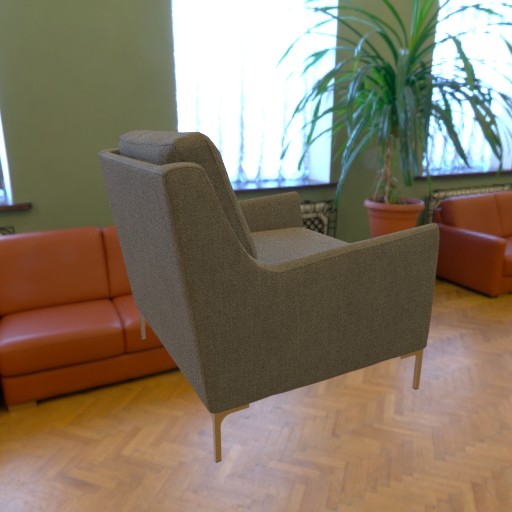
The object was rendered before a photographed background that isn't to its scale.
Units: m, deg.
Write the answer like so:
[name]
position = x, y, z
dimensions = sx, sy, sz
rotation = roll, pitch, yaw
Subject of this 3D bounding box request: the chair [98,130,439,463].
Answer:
[chair]
position = 0.000, 0.000, 1.516
dimensions = 0.849, 0.828, 0.847
rotation = -8, 18, -27
